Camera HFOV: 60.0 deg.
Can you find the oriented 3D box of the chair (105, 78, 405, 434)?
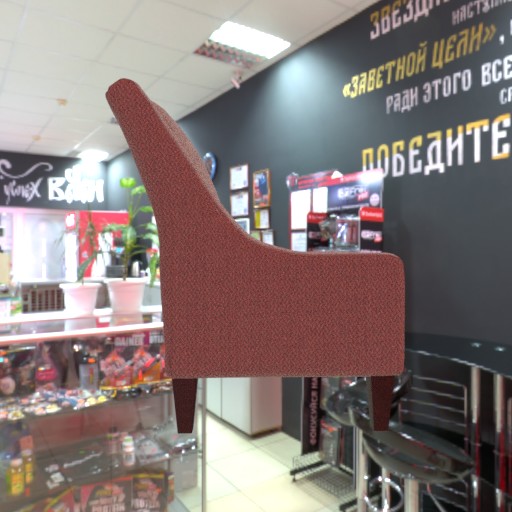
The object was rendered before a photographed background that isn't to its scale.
[{"bbox_3d":[0.000,0.000,1.625,0.870,1.014,0.774,0,1,-2],"label":"chair"}]
